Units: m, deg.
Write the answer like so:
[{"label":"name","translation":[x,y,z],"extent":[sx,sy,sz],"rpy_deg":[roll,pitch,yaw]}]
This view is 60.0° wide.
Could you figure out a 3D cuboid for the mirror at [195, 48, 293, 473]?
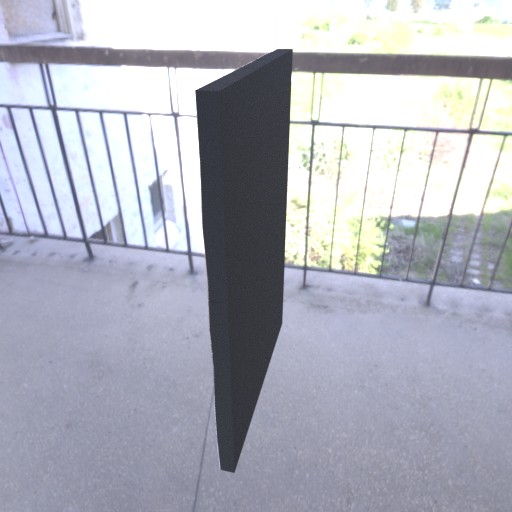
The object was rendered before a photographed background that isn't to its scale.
[{"label":"mirror","translation":[0.000,0.000,1.137],"extent":[0.044,0.912,0.606],"rpy_deg":[7,31,12]}]
